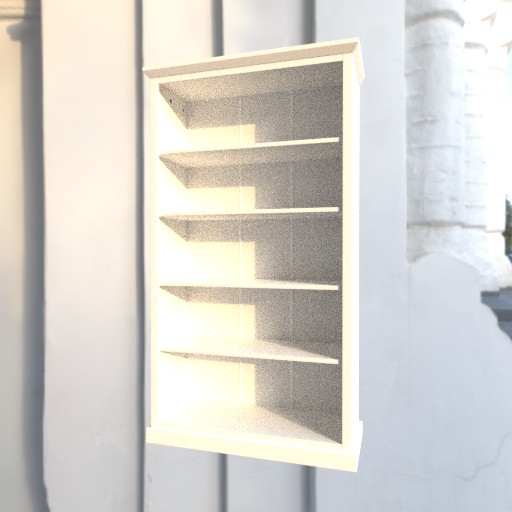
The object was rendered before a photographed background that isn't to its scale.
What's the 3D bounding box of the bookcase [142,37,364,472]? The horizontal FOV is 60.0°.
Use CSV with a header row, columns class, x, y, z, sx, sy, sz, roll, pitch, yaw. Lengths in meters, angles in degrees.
class,x,y,z,sx,sy,sz,roll,pitch,yaw
bookcase,0.000,0.000,2.266,1.050,1.880,0.432,0,1,17
